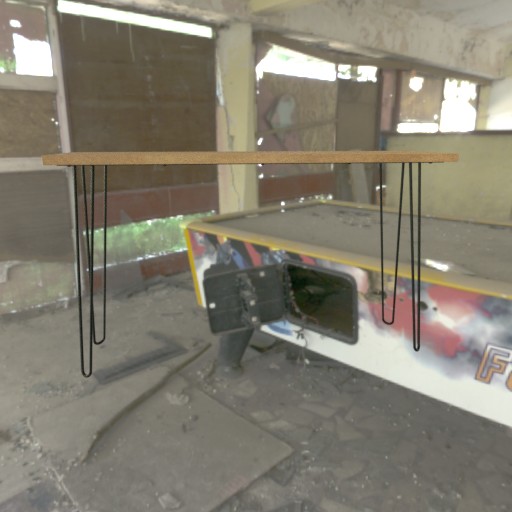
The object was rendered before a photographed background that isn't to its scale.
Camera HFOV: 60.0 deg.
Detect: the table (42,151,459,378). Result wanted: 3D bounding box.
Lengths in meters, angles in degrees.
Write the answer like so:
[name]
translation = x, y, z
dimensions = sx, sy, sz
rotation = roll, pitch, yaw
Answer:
[table]
translation = 0.000, 0.000, 1.761
dimensions = 1.400, 0.799, 0.399
rotation = -2, 15, -9
